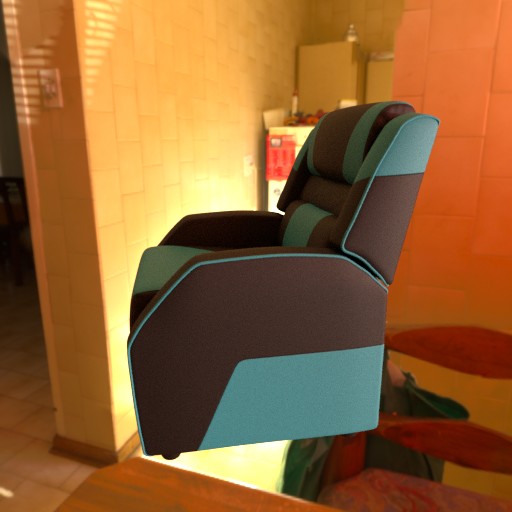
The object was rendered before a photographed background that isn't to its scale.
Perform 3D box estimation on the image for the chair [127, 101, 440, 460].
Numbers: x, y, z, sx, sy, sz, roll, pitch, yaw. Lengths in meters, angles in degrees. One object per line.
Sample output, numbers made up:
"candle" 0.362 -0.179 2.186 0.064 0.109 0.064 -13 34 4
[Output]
"chair" 0.000 0.000 1.233 0.672 0.805 0.620 -3 15 -10
